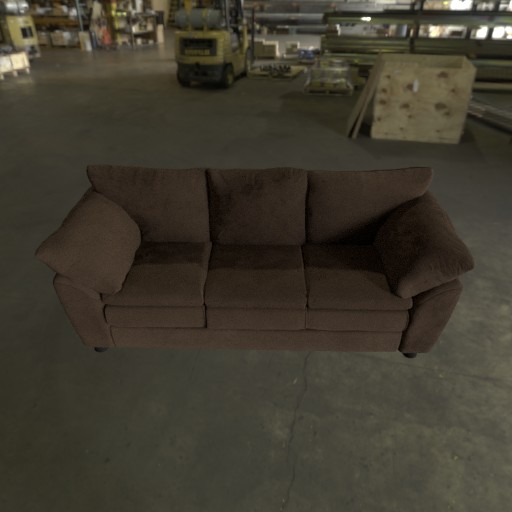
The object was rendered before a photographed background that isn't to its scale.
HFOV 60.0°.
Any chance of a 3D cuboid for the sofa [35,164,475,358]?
[{"bbox_3d":[0.000,0.000,2.793,2.336,1.015,0.878,1,31,1],"label":"sofa"}]
